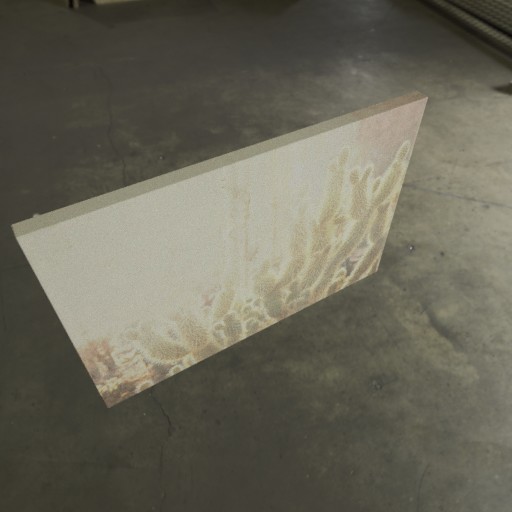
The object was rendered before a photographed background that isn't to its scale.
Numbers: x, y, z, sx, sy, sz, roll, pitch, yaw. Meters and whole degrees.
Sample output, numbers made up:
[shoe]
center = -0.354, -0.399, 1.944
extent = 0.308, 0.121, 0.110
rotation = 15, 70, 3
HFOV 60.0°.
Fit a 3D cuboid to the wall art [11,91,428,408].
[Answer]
[wall art]
center = 0.000, 0.000, 1.098
extent = 0.916, 0.608, 0.040
rotation = -24, 51, -21
